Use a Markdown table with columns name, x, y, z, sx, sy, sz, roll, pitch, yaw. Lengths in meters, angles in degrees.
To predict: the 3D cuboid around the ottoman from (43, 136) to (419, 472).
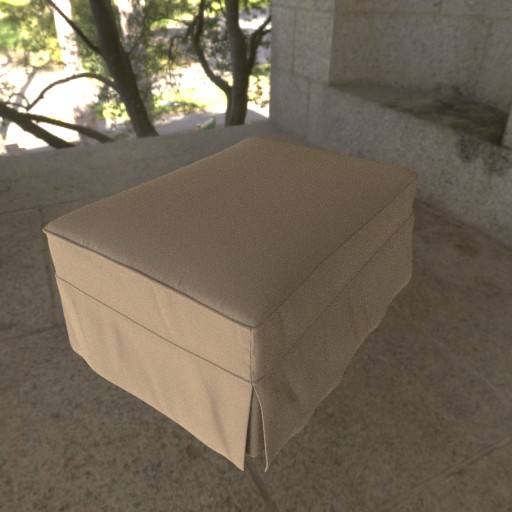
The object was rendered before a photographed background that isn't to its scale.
| name | x | y | z | sx | sy | sz | roll | pitch | yaw |
| --- | --- | --- | --- | --- | --- | --- | --- | --- | --- |
| ottoman | 0.000 | 0.000 | 1.329 | 0.721 | 0.482 | 0.959 | 21 | 38 | 29 |
